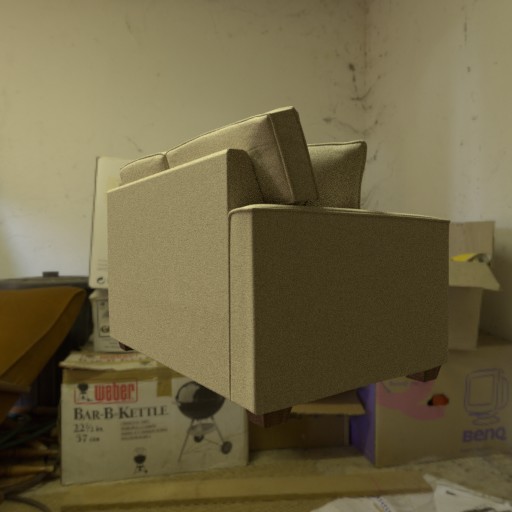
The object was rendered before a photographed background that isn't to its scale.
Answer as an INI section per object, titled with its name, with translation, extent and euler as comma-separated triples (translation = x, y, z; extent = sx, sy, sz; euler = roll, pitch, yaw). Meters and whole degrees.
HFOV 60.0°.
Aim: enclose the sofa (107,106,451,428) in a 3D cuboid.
[sofa]
translation = 0.000, 0.000, 2.068
extent = 0.991, 0.989, 1.388
euler = -1, 1, -35
